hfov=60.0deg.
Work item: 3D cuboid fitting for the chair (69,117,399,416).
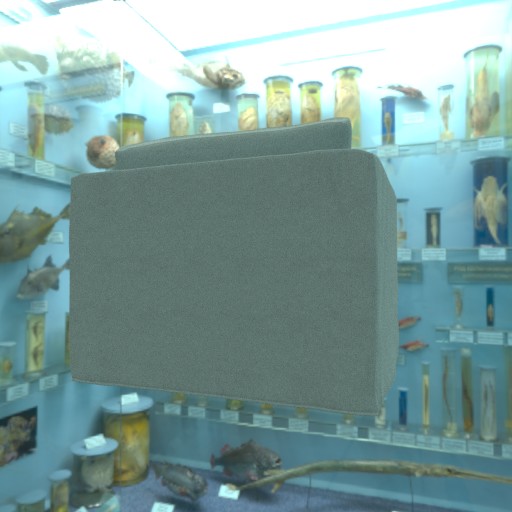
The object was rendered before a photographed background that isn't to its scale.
[{"bbox_3d":[0.000,0.000,1.760,1.057,0.863,0.949,-1,-1,21],"label":"chair"}]
